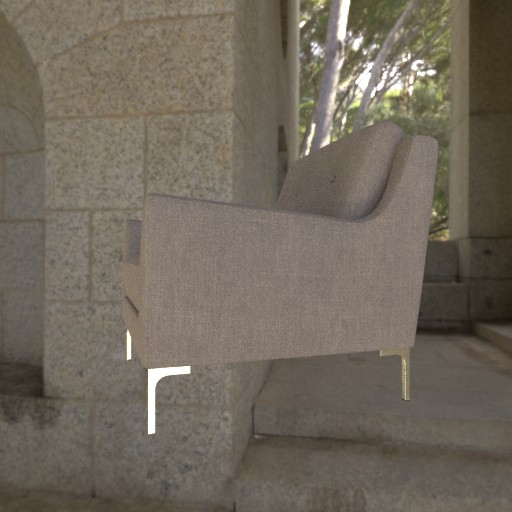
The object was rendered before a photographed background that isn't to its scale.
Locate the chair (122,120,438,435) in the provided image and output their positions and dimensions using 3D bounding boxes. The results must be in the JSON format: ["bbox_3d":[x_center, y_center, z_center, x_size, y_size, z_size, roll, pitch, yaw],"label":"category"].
[{"bbox_3d":[0.000,0.000,1.530,0.849,0.828,0.847,0,0,-20],"label":"chair"}]
